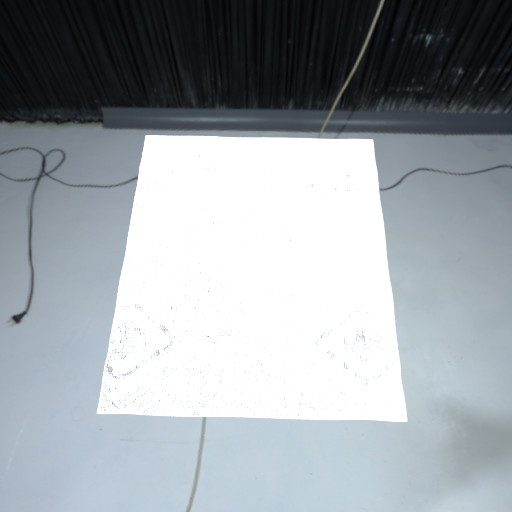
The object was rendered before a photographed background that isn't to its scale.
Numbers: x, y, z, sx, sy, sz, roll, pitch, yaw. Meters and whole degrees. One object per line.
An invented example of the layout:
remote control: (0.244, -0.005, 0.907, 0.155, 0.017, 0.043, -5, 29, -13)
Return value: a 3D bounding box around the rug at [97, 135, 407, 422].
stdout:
rug: (0.000, 0.000, 0.922, 0.548, 0.006, 0.639, 1, 63, 1)
